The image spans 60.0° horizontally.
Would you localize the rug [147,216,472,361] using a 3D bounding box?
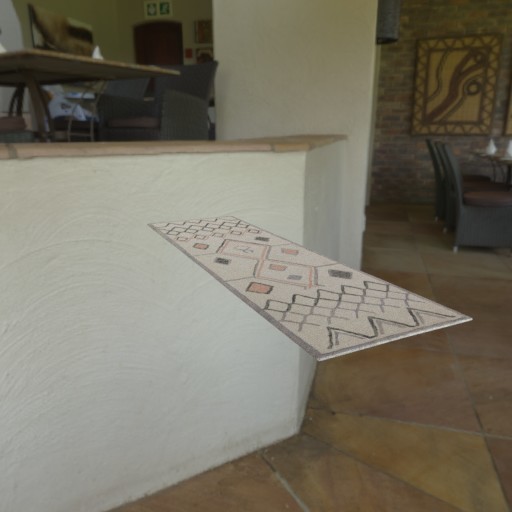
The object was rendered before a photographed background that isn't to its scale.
[{"bbox_3d":[0.000,0.000,2.680,0.750,0.011,2.435,-8,18,-25],"label":"rug"}]
